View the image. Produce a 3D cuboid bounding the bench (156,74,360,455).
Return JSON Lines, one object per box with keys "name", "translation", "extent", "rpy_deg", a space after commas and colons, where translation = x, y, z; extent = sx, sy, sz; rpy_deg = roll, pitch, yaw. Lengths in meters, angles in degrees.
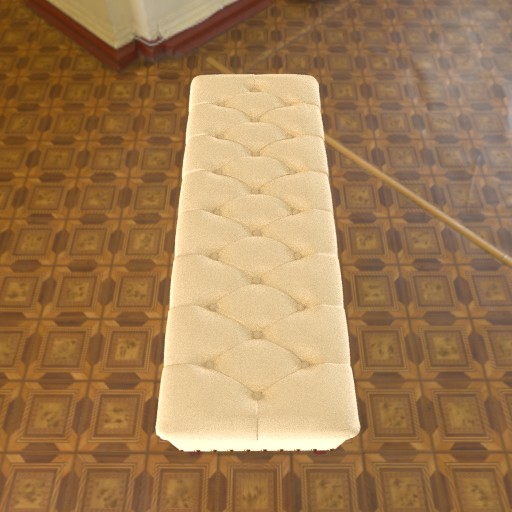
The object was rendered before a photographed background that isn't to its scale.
{"name": "bench", "translation": [0.000, 0.000, 1.284], "extent": [0.400, 0.470, 1.054], "rpy_deg": [0, 59, 0]}
